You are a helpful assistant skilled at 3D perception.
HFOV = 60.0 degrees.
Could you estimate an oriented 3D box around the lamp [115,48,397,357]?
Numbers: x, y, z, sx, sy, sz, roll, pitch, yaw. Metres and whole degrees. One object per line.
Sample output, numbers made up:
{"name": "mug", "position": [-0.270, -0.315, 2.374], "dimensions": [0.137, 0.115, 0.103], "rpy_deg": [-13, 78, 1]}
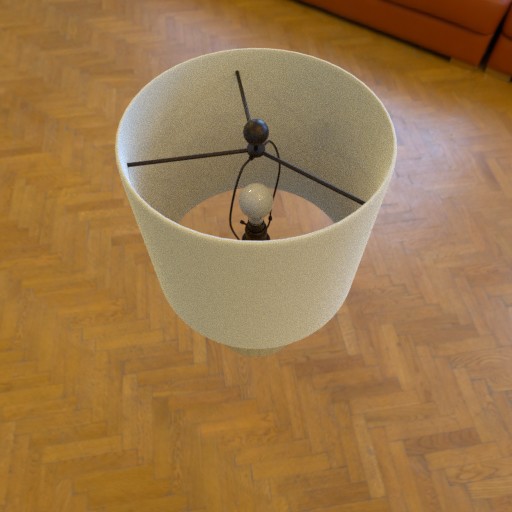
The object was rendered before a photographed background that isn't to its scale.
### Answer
{"name": "lamp", "position": [0.000, 0.000, 0.750], "dimensions": [0.329, 0.570, 0.329], "rpy_deg": [31, 62, 18]}
